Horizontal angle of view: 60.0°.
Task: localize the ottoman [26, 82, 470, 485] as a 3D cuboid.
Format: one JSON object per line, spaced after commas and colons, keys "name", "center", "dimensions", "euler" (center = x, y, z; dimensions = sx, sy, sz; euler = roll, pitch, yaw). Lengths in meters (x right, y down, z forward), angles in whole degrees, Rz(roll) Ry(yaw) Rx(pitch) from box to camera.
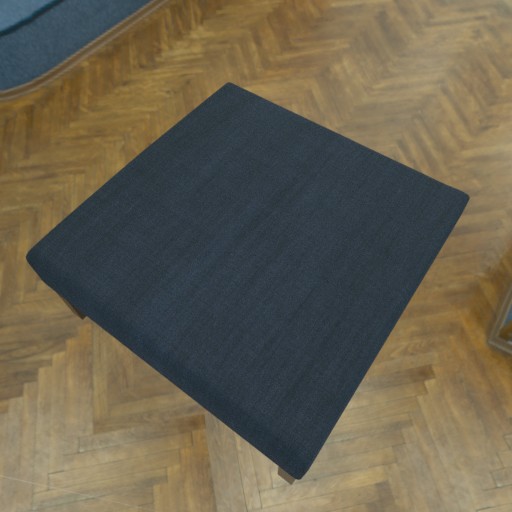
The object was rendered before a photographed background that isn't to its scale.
{"name": "ottoman", "center": [0.000, 0.000, 1.351], "dimensions": [0.889, 0.411, 0.890], "euler": [32, 63, 18]}
